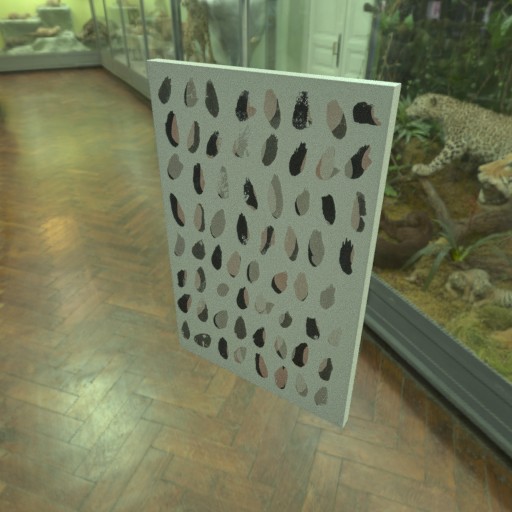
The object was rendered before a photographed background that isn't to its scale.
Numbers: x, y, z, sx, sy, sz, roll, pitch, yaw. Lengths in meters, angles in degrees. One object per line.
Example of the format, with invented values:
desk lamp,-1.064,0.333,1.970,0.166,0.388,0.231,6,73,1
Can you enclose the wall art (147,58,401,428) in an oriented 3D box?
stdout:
wall art,0.000,0.000,0.777,0.405,0.608,0.025,19,36,28
